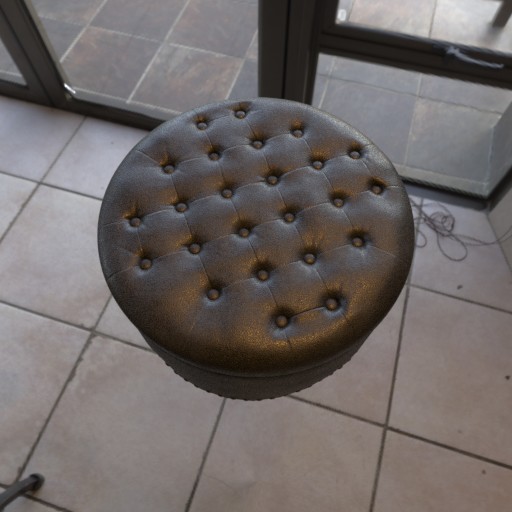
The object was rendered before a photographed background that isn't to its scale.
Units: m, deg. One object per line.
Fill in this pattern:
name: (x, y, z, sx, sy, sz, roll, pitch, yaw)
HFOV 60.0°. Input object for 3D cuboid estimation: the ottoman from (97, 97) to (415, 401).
ottoman: (0.000, 0.000, 1.061, 0.637, 0.442, 0.637, 0, 63, 0)
